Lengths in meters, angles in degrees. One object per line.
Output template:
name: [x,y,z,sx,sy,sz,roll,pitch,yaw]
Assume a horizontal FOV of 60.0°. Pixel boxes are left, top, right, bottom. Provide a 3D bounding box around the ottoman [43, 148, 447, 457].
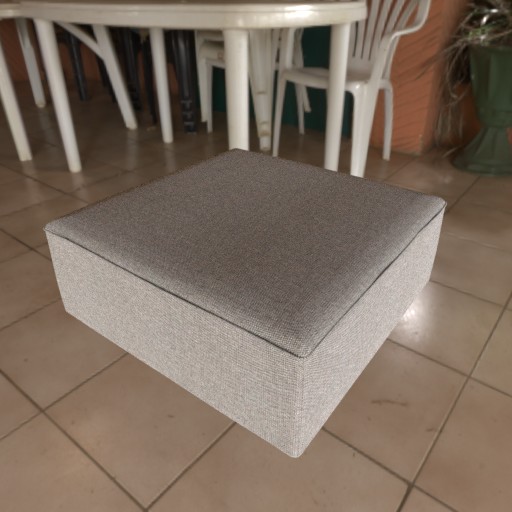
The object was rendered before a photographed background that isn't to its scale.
ottoman: [0.000,0.000,1.604,1.023,0.423,1.017,22,38,31]
